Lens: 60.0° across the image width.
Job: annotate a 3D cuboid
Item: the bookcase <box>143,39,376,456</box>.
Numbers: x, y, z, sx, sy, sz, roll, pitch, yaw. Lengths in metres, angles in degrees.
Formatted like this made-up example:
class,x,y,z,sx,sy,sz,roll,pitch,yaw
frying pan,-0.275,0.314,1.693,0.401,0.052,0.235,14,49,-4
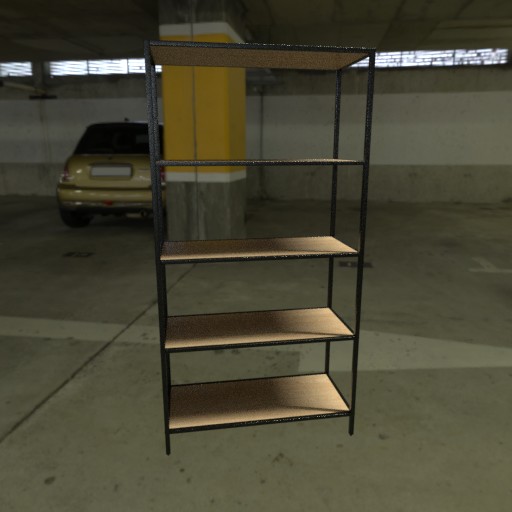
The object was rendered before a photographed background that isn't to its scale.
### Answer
class,x,y,z,sx,sy,sz,roll,pitch,yaw
bookcase,0.000,0.000,1.784,0.770,1.500,0.350,-2,14,-9
